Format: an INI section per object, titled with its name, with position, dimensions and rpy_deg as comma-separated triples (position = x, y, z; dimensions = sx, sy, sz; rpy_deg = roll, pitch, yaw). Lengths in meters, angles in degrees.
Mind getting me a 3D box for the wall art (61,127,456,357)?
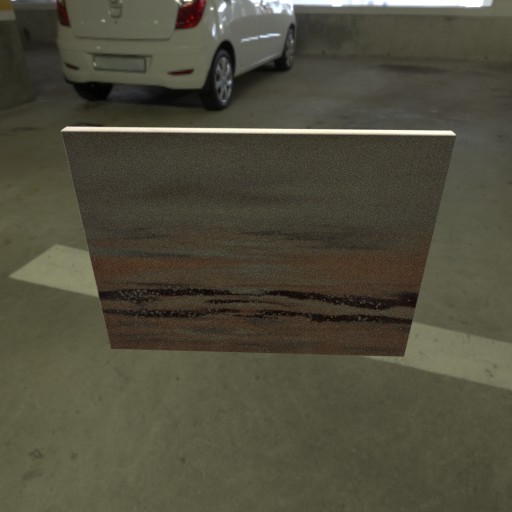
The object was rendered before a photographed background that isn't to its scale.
[wall art]
position = 0.000, 0.000, 1.347
dimensions = 1.015, 0.763, 0.038
rpy_deg = 1, 31, 2
